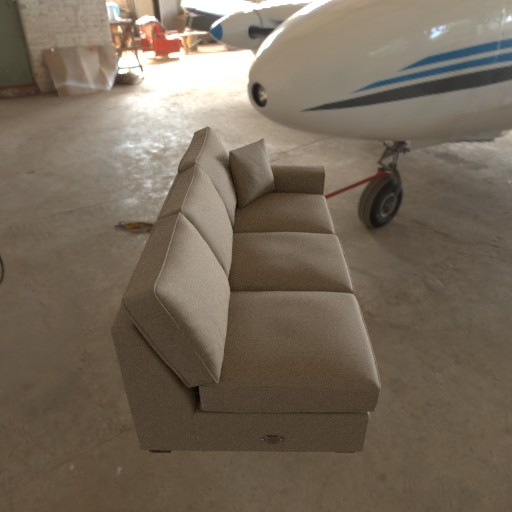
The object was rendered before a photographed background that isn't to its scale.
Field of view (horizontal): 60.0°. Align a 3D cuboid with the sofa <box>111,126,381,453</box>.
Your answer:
[{"bbox_3d":[0.000,0.000,2.538,1.034,0.946,1.963,0,32,1],"label":"sofa"}]
